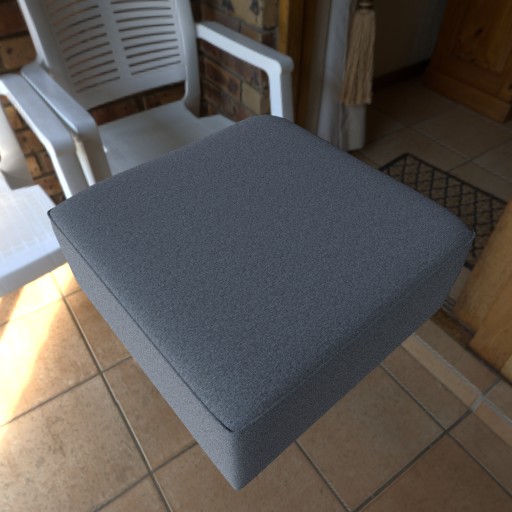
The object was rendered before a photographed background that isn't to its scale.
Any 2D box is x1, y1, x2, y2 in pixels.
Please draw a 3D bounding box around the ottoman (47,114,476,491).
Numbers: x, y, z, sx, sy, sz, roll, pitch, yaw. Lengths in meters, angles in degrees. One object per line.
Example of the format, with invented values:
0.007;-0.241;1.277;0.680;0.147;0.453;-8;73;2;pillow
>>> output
0.000;0.000;1.547;1.005;0.464;1.015;-32;54;-27;ottoman
